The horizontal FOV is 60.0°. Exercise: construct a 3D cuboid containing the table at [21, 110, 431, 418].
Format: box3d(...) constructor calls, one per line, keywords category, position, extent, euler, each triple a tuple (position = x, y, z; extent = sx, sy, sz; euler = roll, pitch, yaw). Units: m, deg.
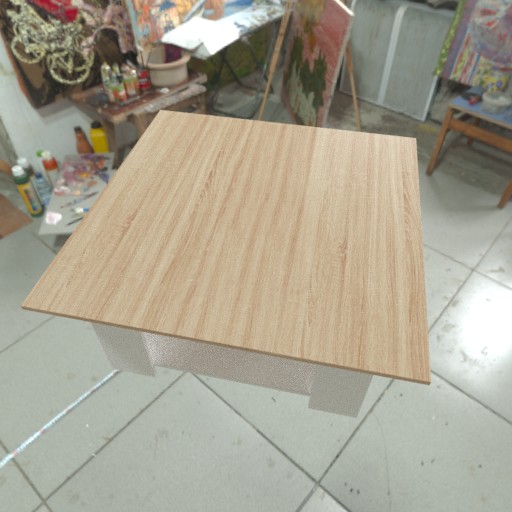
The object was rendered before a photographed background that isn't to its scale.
box3d(category="table", position=(0.000, 0.000, 1.034), extent=(0.670, 0.305, 0.670), euler=(9, 48, 8))
